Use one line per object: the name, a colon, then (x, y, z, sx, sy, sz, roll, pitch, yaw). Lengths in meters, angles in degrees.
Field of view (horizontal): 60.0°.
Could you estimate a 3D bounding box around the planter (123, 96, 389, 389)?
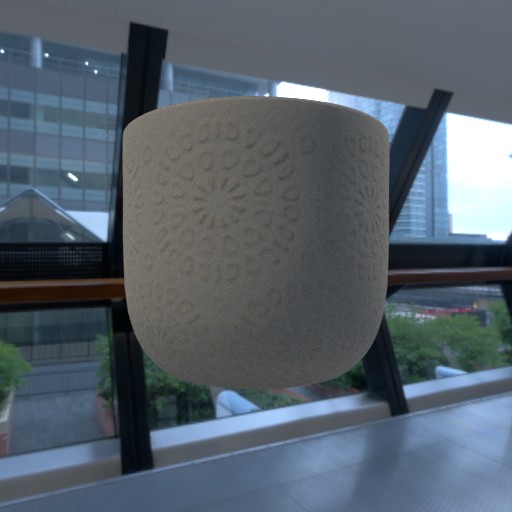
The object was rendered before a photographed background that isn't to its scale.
planter: (0.000, 0.000, 0.215, 0.124, 0.109, 0.124, 0, -1, 0)
